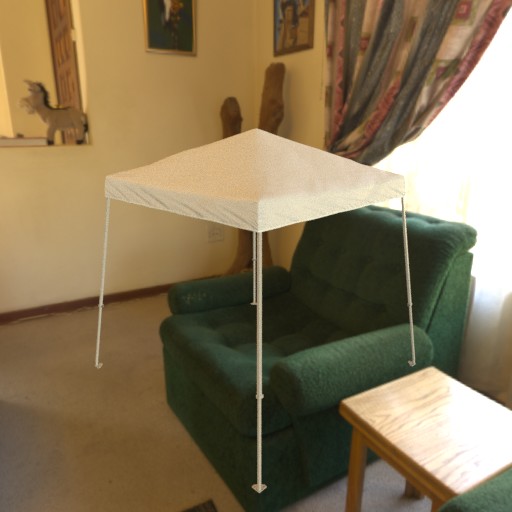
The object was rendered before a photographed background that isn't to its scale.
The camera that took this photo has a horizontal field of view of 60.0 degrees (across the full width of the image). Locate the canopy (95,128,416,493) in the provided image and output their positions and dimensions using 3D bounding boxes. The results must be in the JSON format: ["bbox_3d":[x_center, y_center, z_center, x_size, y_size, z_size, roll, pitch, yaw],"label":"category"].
[{"bbox_3d":[0.000,0.000,6.508,3.600,3.600,3.599,16,23,42],"label":"canopy"}]
